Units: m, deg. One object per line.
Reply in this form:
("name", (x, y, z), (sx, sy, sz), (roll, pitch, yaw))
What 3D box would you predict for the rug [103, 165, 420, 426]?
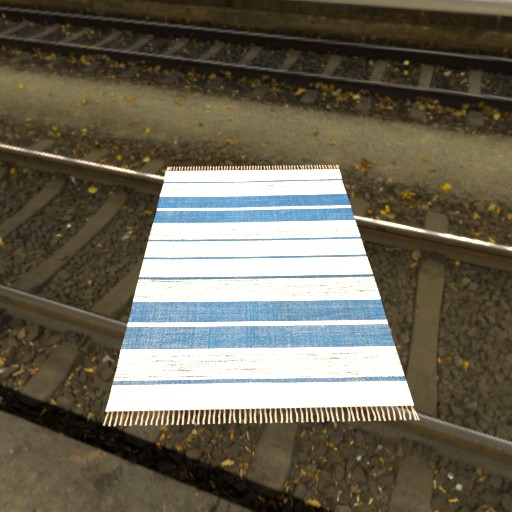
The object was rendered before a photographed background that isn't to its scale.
("rug", (0.000, 0.000, 3.047), (1.532, 0.010, 2.441), (-1, 41, -1))
